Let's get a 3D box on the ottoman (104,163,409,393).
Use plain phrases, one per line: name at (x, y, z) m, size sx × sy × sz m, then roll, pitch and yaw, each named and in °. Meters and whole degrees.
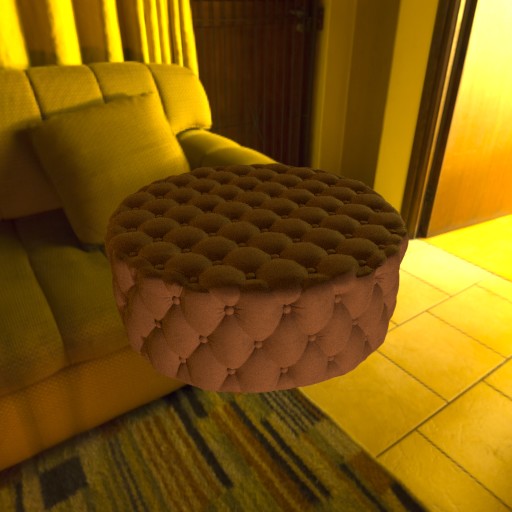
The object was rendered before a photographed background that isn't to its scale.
ottoman at (0.000, 0.000, 1.572) m, size 0.998 × 0.399 × 0.998 m, roll 0°, pitch 30°, yaw 0°
